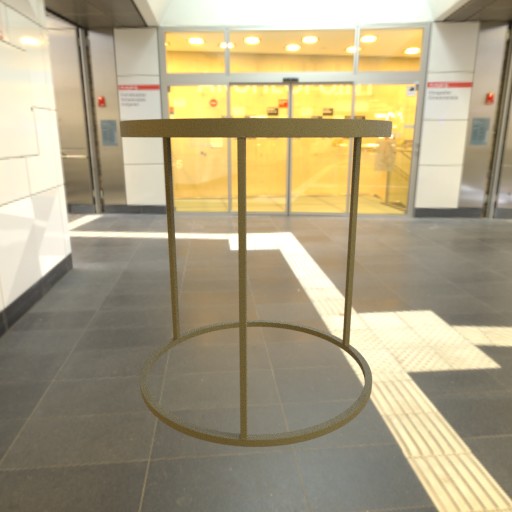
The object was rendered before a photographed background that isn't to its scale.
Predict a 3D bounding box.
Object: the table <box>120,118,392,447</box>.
[{"bbox_3d":[0.000,0.000,0.862,0.470,0.498,0.470,0,15,0],"label":"table"}]
